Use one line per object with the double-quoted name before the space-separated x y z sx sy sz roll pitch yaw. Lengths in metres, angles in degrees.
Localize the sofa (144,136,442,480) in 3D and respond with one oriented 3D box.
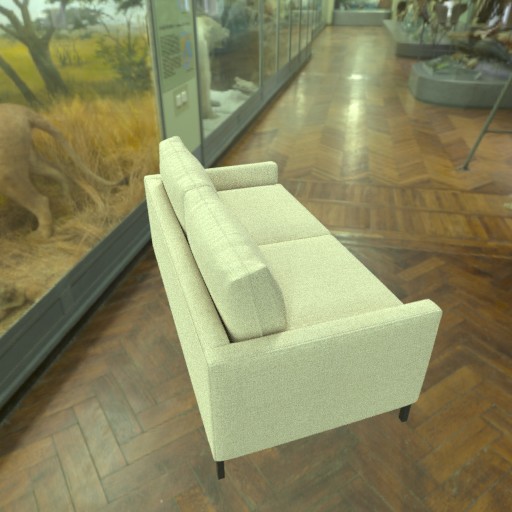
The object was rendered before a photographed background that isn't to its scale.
"sofa" 0.000 0.000 2.121 0.839 0.812 1.651 -10 32 -16
